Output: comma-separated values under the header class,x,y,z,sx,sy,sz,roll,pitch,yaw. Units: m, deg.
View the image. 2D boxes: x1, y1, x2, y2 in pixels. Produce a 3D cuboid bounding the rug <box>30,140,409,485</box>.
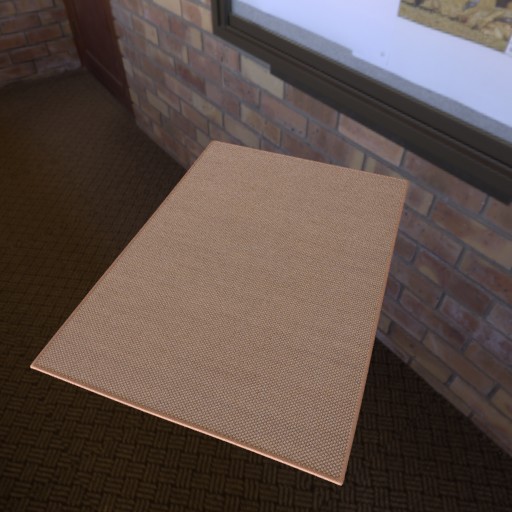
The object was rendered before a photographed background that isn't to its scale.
class,x,y,z,sx,sy,sz,roll,pitch,yaw
rug,0.000,0.000,2.627,1.524,0.013,2.134,15,48,14
